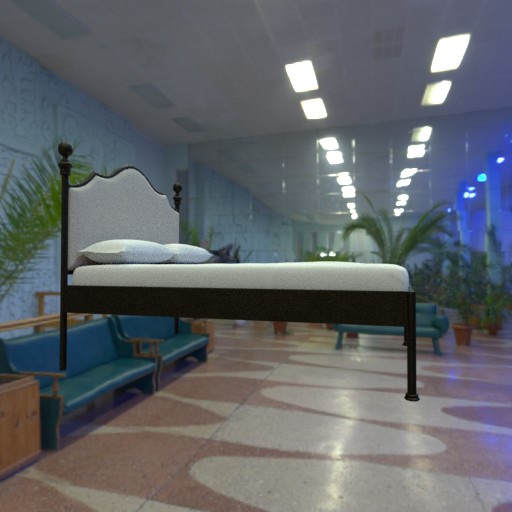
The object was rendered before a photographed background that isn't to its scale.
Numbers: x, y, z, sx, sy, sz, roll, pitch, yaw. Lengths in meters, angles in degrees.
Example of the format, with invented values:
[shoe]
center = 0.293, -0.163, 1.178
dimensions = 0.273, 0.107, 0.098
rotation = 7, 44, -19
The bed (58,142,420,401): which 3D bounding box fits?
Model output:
[bed]
center = 0.000, 0.000, 3.311
dimensions = 2.224, 1.499, 1.642
rotation = 0, -1, 18
